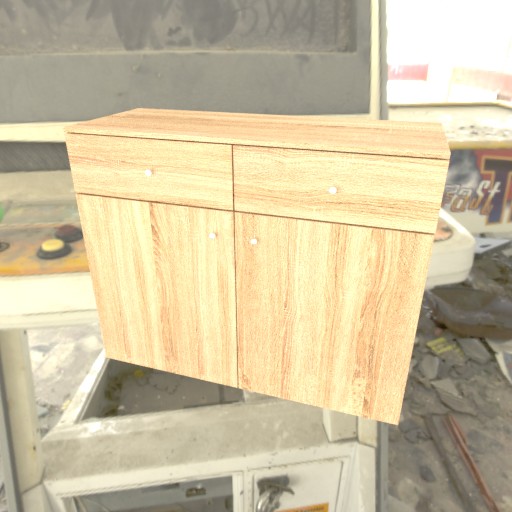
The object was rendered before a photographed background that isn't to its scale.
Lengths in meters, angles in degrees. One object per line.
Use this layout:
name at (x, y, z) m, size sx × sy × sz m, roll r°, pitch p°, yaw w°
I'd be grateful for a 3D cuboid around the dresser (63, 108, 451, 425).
dresser at (0.000, 0.000, 1.571) m, size 1.100 × 0.900 × 0.450 m, roll 8°, pitch 27°, yaw 16°
